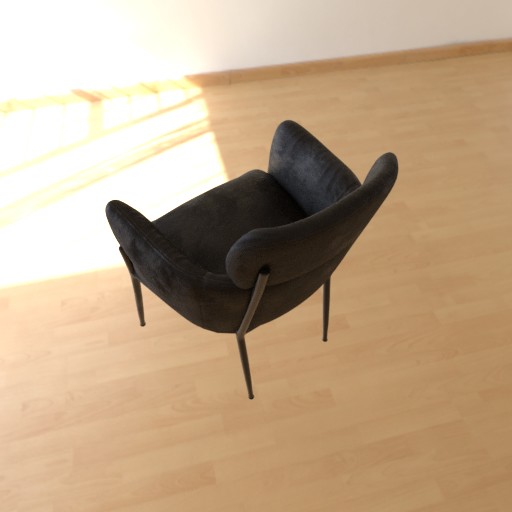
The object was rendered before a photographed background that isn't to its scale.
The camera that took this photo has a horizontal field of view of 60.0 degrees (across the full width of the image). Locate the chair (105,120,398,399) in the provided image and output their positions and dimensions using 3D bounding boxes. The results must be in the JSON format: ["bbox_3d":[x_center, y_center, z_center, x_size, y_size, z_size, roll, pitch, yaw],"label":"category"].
[{"bbox_3d":[0.000,0.000,1.282,0.640,0.818,0.604,-31,56,-24],"label":"chair"}]
